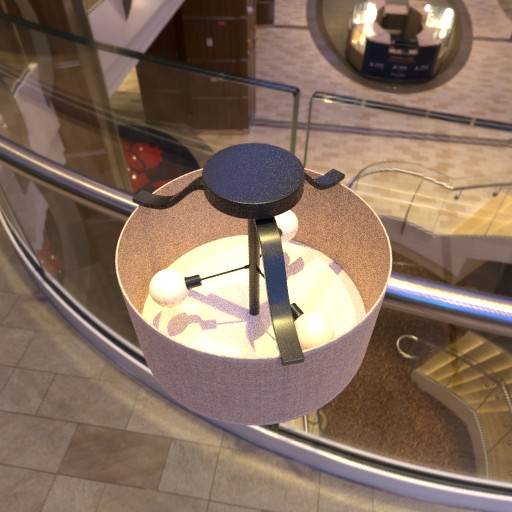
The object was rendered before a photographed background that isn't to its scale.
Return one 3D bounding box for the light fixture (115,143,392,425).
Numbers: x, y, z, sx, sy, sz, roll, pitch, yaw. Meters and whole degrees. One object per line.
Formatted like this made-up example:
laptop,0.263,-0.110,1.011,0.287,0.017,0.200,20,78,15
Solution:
light fixture,0.000,0.000,0.652,0.390,0.306,0.390,0,46,0
